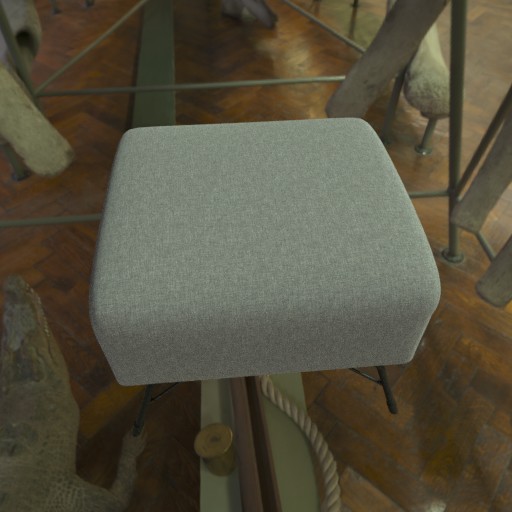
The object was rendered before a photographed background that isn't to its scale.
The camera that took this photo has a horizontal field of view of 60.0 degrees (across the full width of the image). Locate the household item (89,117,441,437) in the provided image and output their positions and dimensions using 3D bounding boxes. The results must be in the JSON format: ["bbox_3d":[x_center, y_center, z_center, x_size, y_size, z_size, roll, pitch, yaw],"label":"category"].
[{"bbox_3d":[0.000,0.000,0.894,0.530,0.410,0.530,-4,48,-3],"label":"household item"}]
